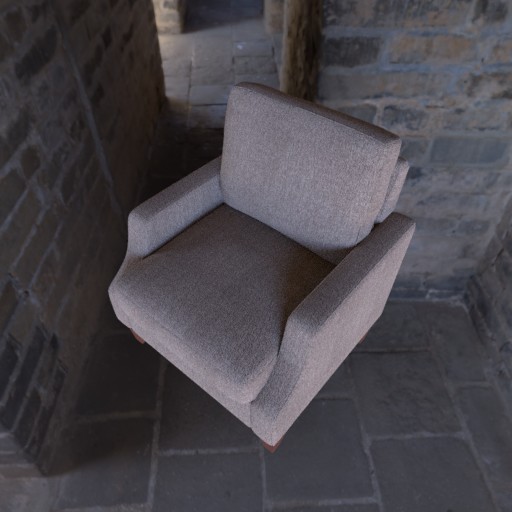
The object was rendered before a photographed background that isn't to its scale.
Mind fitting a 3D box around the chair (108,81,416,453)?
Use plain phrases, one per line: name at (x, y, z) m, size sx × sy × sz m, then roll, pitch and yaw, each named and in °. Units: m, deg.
chair at (0.000, 0.000, 1.671) m, size 0.855 × 0.993 × 0.897 m, roll 31°, pitch 53°, yaw 27°
